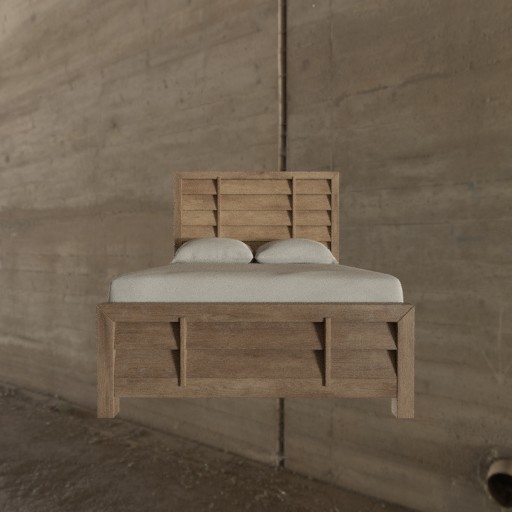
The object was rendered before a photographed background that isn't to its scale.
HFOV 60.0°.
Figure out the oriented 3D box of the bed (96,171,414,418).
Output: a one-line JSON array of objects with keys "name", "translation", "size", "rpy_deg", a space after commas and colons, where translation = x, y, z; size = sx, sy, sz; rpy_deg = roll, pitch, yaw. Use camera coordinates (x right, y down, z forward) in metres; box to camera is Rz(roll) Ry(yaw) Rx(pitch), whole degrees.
[{"name": "bed", "translation": [0.000, 0.000, 3.344], "size": [1.626, 1.626, 2.197], "rpy_deg": [0, 1, 0]}]
